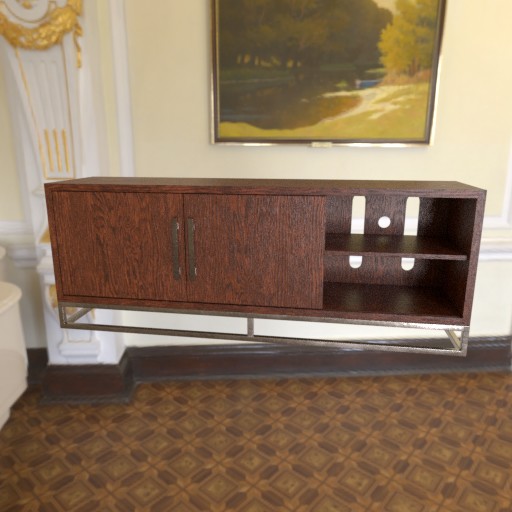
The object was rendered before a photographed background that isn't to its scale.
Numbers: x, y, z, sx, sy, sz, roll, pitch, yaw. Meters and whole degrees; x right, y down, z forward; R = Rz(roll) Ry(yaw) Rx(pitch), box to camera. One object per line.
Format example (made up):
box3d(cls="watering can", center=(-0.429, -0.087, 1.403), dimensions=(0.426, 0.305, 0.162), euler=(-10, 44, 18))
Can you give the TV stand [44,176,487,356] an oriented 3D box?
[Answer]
box3d(cls="TV stand", center=(0.000, 0.000, 1.757), dimensions=(1.541, 0.578, 0.382), euler=(2, 14, 9))
